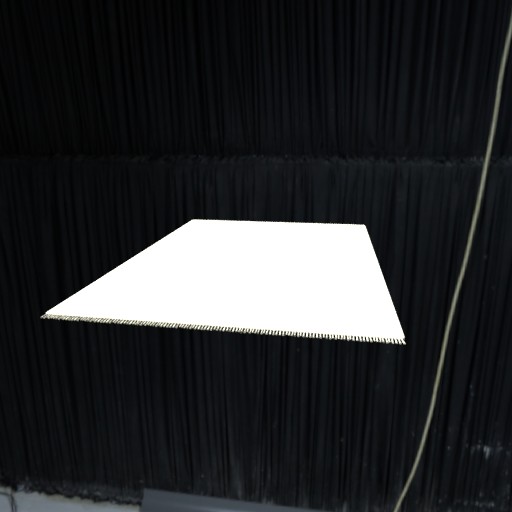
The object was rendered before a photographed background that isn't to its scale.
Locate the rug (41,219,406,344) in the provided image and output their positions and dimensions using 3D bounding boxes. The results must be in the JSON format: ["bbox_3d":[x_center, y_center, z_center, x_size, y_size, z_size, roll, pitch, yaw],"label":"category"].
[{"bbox_3d":[0.000,0.000,2.844,1.514,0.011,2.233,3,16,9],"label":"rug"}]
